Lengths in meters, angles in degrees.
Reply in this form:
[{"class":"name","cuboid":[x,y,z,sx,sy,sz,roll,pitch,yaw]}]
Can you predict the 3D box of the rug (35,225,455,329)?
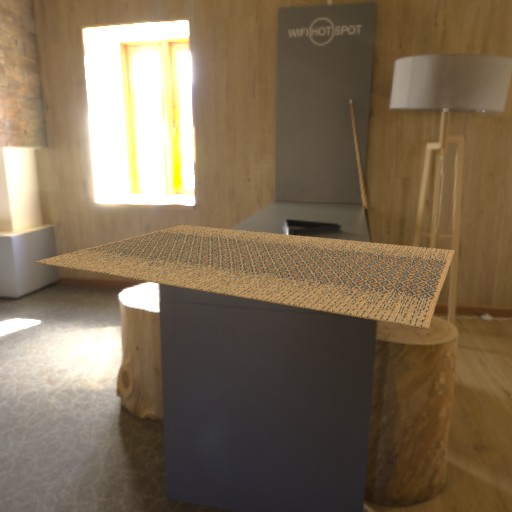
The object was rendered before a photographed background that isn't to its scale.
[{"class":"rug","cuboid":[0.000,0.000,2.306,1.828,0.005,1.219,7,15,26]}]
